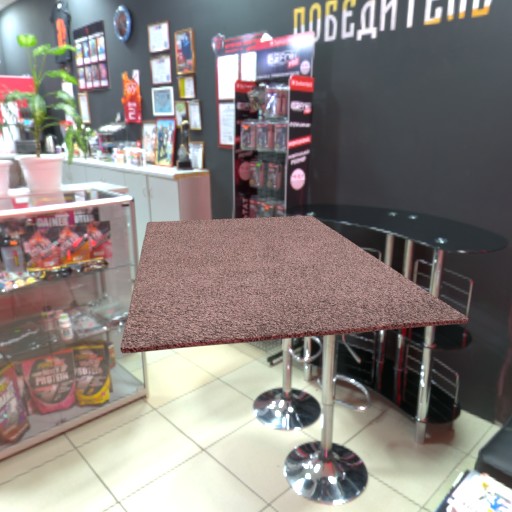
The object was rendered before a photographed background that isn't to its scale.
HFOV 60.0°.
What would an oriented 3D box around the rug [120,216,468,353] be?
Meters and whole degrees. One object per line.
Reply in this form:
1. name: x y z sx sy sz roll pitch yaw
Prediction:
1. rug: 0.000 0.000 3.463 1.778 0.030 2.743 -3 17 -10
